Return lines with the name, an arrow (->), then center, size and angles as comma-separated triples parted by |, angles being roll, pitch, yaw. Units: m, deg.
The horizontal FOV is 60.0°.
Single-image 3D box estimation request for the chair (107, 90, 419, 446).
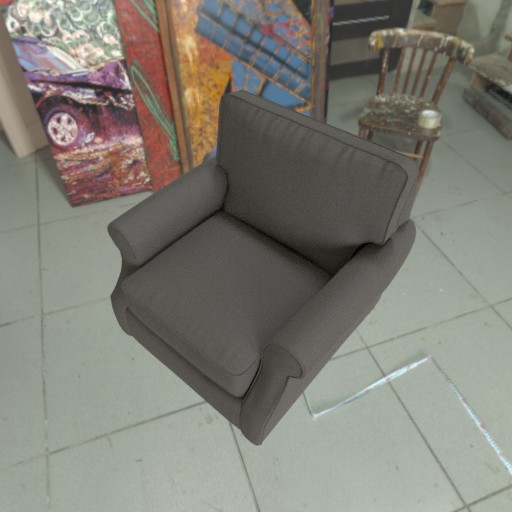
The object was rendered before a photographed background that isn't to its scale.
chair -> 0.000, 0.000, 1.830 | 1.029, 0.967, 0.966 | 32, 54, 27
